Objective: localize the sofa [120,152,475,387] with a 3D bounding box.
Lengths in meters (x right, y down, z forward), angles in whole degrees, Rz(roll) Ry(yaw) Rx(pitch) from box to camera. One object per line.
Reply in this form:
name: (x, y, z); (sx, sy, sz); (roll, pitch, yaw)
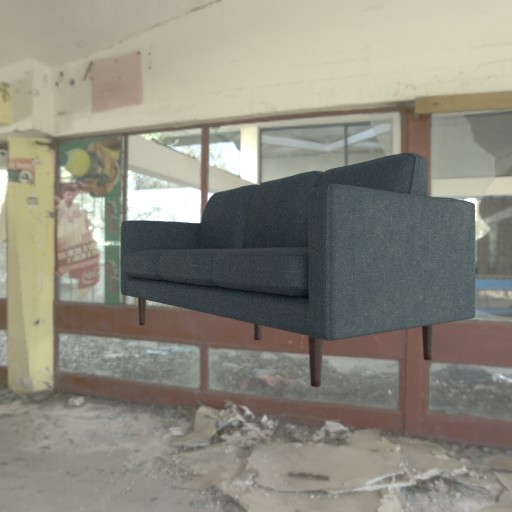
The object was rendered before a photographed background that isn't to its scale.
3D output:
sofa: (0.000, 0.000, 2.490); (0.935, 0.945, 2.013); (0, 0, -36)
